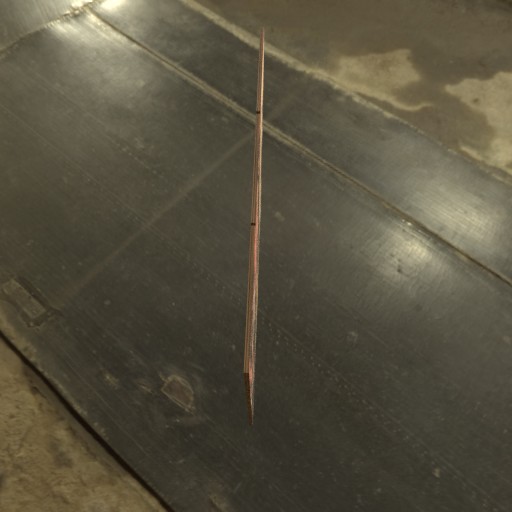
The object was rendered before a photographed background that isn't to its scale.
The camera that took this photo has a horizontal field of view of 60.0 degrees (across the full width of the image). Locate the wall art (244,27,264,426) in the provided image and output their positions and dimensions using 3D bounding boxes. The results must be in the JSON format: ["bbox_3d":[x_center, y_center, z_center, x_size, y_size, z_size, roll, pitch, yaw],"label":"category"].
[{"bbox_3d":[0.000,0.000,1.396,0.010,0.917,0.919,2,64,1],"label":"wall art"}]
